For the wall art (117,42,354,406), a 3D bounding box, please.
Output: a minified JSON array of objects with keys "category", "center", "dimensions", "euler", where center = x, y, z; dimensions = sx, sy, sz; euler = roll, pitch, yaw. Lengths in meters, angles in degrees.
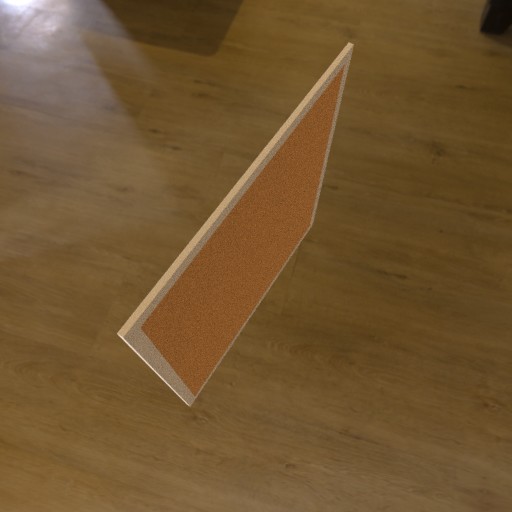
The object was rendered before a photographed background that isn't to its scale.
[{"category":"wall art","center":[0.000,0.000,0.844],"dimensions":[0.009,0.559,0.558],"euler":[30,67,14]}]
